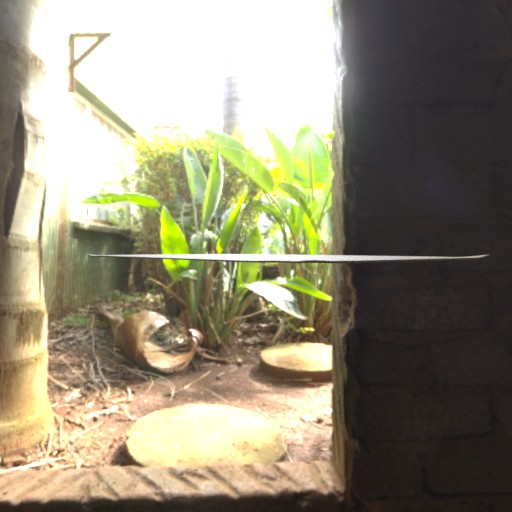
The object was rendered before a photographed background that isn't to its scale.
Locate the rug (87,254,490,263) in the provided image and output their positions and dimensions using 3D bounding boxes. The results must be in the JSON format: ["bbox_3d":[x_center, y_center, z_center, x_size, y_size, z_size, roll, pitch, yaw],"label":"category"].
[{"bbox_3d":[0.000,0.000,2.421,1.214,0.023,1.947,-1,1,-38],"label":"rug"}]
